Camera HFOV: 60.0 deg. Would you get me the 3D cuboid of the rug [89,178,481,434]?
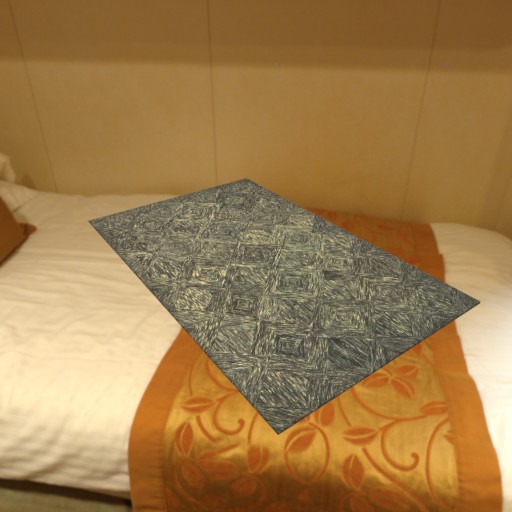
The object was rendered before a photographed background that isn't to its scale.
[{"bbox_3d":[0.000,0.000,2.960,1.478,0.017,2.330,-21,37,-30],"label":"rug"}]
